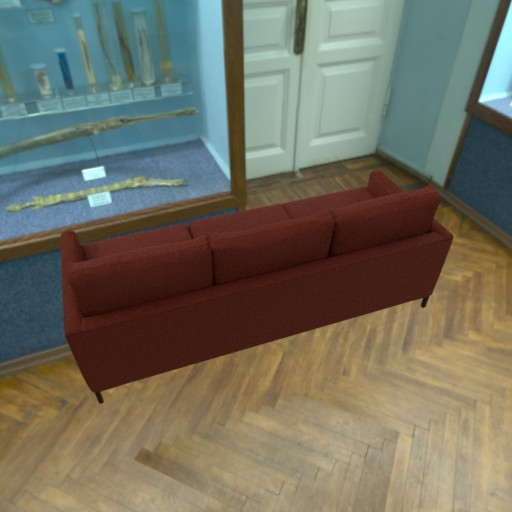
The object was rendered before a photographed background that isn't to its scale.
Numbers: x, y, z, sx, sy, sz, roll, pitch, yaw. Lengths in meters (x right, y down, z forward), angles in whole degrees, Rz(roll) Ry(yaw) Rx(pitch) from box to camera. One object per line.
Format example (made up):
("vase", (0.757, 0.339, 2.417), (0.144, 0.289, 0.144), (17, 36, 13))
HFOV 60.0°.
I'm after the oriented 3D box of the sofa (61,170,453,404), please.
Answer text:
("sofa", (0.000, 0.000, 2.790), (2.252, 0.879, 0.875), (-13, 42, -15))
